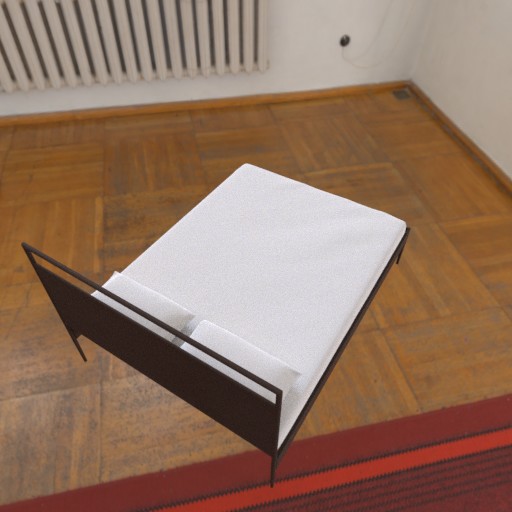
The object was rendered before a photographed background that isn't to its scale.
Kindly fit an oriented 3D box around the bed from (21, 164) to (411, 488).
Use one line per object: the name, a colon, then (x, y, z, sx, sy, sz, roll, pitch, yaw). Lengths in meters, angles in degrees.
bed: (0.000, 0.000, 3.064, 1.572, 1.173, 2.122, 25, 51, 22)
